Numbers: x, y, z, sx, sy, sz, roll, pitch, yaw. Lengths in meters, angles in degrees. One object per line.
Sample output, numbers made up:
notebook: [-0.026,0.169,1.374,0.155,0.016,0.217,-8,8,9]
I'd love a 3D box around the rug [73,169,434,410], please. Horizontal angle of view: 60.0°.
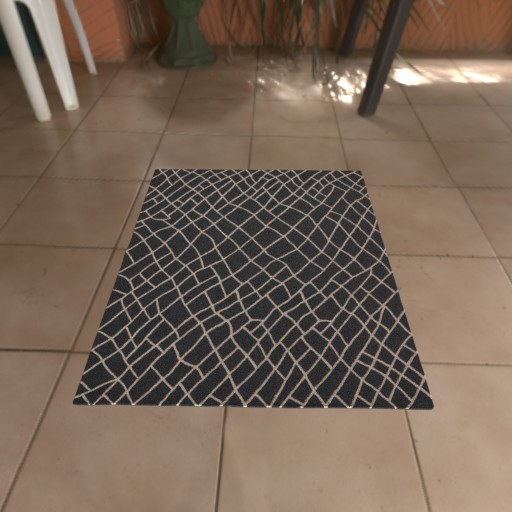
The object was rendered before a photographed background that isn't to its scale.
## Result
rug: [0.000,0.000,4.102,2.439,0.022,3.047,1,42,1]
